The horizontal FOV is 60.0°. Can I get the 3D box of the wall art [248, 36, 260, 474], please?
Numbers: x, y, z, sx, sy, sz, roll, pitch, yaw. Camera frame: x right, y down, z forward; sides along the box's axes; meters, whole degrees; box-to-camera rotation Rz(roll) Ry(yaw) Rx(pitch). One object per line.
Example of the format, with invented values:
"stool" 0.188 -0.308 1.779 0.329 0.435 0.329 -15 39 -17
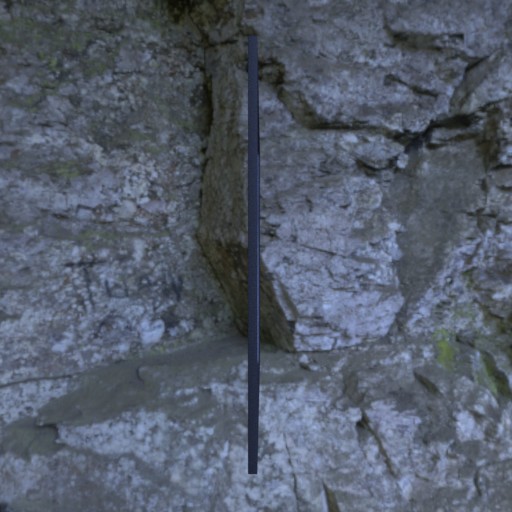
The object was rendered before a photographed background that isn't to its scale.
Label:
"wall art" 0.000 0.000 0.843 0.012 0.558 0.562 0 -1 1
